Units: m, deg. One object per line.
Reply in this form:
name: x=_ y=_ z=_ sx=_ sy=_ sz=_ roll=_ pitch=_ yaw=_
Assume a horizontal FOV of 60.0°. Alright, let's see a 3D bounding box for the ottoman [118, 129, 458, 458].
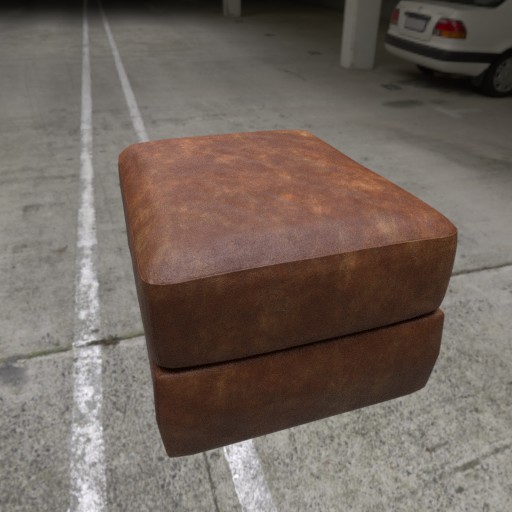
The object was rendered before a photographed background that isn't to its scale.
ottoman: x=0.000 y=0.000 z=1.113 sx=0.603 sy=0.476 sz=0.751 roll=-9 pitch=31 yaw=-16
